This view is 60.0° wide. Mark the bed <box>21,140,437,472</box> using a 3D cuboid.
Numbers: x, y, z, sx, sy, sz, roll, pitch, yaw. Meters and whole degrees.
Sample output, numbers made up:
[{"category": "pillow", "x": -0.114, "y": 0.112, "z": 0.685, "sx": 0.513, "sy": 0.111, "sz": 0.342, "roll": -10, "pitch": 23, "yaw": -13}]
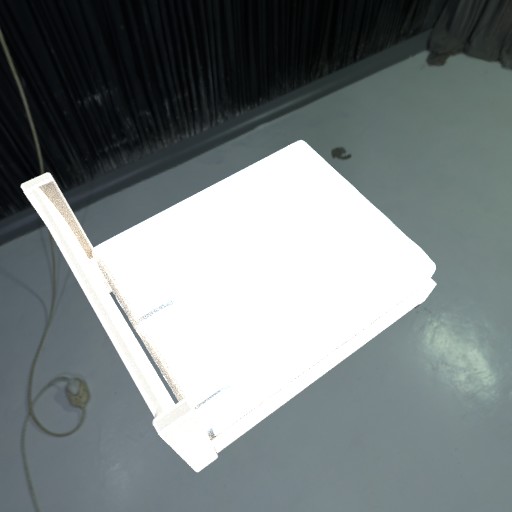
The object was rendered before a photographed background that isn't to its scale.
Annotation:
[{"category": "bed", "x": 0.000, "y": 0.000, "z": 3.298, "sx": 2.293, "sy": 1.471, "sz": 1.778, "roll": -31, "pitch": 63, "yaw": -18}]
